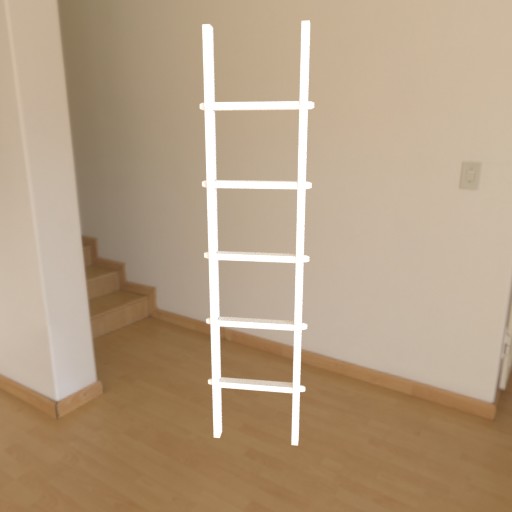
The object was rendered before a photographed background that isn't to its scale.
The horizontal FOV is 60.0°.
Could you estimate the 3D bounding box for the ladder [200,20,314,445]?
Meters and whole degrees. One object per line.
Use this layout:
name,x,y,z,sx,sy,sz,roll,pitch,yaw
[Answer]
ladder,0.000,0.000,1.889,0.452,1.797,0.051,2,15,8
